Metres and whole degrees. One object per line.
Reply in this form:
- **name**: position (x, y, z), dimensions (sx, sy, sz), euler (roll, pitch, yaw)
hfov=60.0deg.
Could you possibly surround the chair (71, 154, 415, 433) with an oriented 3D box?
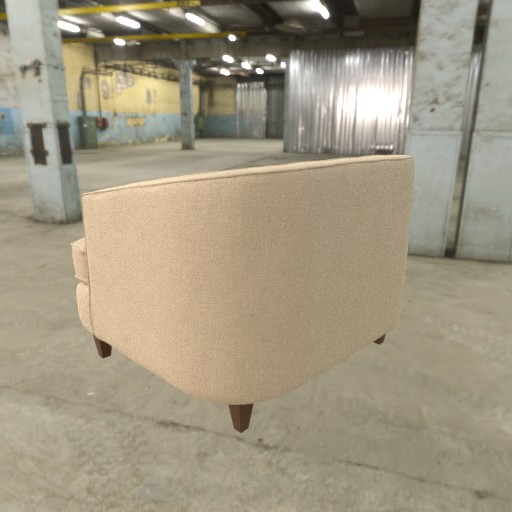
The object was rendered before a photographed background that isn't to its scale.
- **chair**: position (0.000, 0.000, 1.734), dimensions (1.118, 0.787, 0.914), euler (-16, 22, -42)
